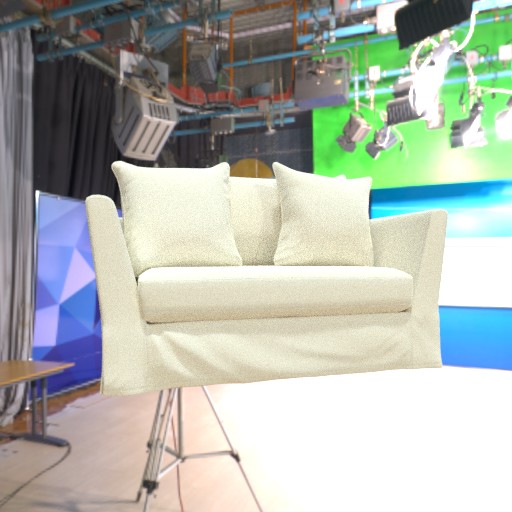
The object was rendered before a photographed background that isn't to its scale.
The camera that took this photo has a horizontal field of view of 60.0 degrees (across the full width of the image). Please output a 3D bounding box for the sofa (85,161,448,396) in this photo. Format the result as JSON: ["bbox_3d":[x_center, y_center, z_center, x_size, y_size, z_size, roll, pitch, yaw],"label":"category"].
[{"bbox_3d":[0.000,0.000,2.309,1.608,1.039,1.026,0,0,-18],"label":"sofa"}]
